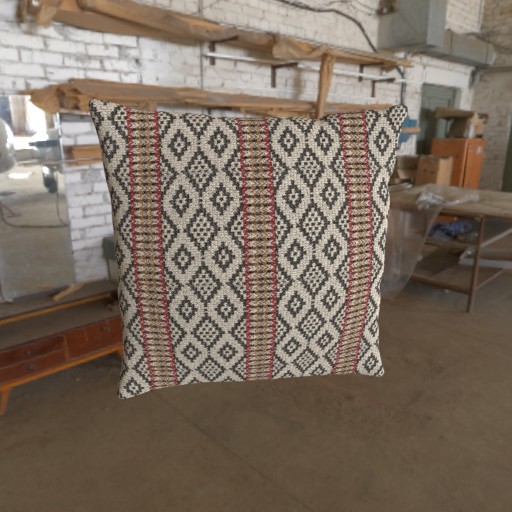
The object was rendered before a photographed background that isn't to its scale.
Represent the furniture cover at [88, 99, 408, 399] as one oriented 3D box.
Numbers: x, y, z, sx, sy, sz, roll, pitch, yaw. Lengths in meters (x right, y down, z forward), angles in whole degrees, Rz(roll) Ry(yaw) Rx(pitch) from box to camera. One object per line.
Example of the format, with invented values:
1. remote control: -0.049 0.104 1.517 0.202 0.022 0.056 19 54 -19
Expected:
1. furniture cover: 0.000 0.000 0.764 0.503 0.506 0.182 -2 16 -8
